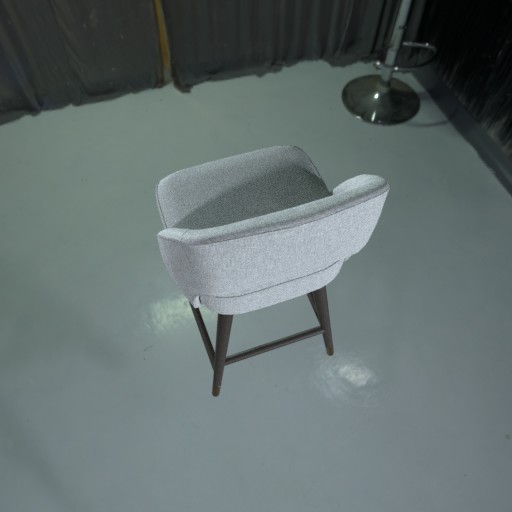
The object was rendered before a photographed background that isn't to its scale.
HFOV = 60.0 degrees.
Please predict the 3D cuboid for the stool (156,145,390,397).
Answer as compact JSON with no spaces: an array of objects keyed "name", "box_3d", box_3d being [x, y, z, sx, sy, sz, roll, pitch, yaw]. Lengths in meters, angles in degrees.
[{"name":"stool","box_3d":[0.000,0.000,1.247,0.494,0.940,0.509,-17,59,-11]}]
